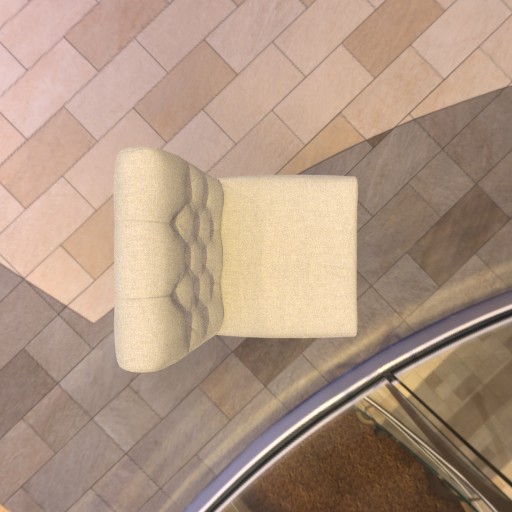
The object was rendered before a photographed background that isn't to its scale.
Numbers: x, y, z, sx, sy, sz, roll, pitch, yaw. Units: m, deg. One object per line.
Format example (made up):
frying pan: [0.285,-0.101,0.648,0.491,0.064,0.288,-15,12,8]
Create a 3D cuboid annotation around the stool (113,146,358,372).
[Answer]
stool: [0.000,0.000,1.456,0.601,1.140,0.493,0,91,0]
